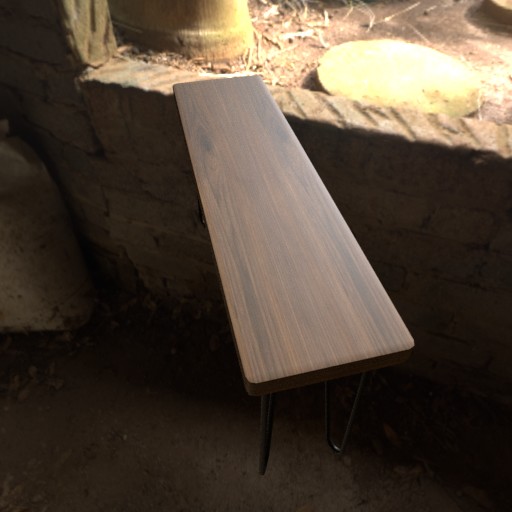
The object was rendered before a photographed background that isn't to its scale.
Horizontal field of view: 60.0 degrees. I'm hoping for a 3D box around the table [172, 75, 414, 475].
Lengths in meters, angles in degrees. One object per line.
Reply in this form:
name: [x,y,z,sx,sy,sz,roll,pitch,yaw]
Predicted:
table: [0.000,0.000,1.863,0.425,0.834,1.570,-10,47,-10]
